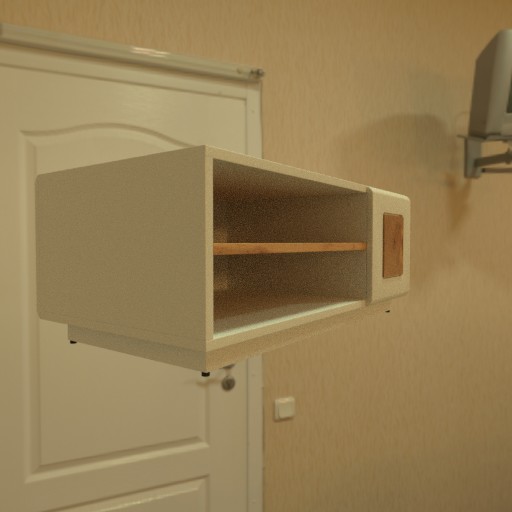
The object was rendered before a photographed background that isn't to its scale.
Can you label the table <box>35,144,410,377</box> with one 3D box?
[{"bbox_3d":[0.000,0.000,1.422,0.639,0.442,1.097,1,2,37],"label":"table"}]
